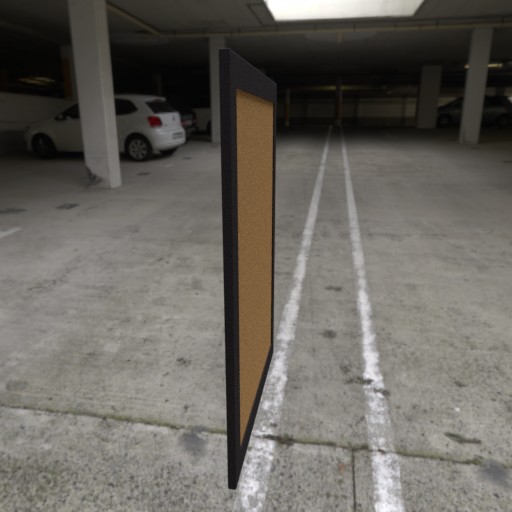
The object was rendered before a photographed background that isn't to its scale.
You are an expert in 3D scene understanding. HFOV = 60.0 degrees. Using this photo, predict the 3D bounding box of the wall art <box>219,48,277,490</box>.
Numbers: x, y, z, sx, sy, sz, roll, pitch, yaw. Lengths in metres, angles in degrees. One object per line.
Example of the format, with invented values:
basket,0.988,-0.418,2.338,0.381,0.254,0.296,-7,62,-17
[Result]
wall art,0.000,0.000,0.683,0.012,0.529,0.374,3,16,9
